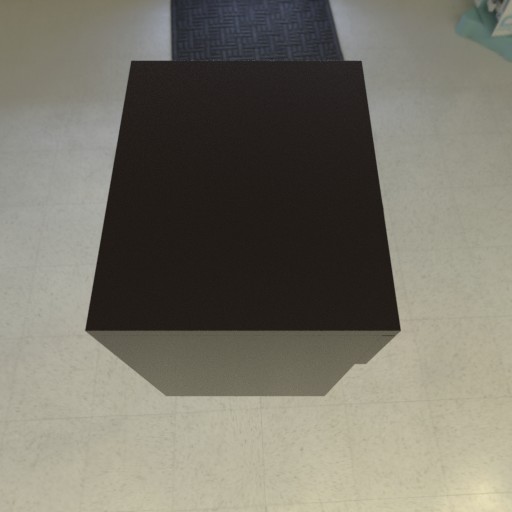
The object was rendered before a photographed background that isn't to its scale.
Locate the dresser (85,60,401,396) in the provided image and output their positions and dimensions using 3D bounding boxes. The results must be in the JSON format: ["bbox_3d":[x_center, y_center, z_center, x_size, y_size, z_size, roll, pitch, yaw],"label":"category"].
[{"bbox_3d":[0.000,0.000,0.765,0.360,0.470,0.400,0,64,0],"label":"dresser"}]
